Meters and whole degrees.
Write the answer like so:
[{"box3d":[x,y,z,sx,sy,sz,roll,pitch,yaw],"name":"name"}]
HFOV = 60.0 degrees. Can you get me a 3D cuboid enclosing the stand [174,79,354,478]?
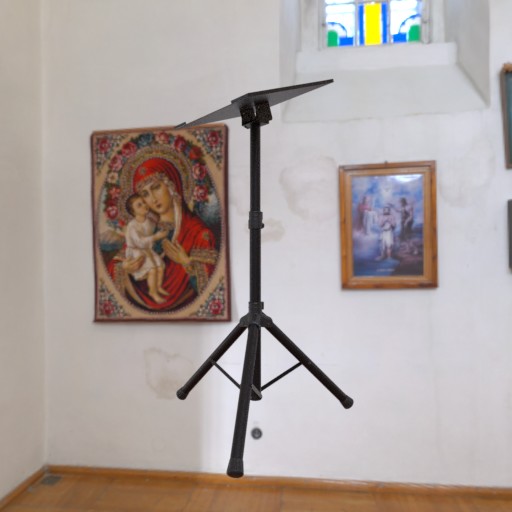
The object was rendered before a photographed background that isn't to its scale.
[{"box3d":[0.000,0.000,1.654,0.702,1.198,0.702,-1,1,-38],"name":"stand"}]
